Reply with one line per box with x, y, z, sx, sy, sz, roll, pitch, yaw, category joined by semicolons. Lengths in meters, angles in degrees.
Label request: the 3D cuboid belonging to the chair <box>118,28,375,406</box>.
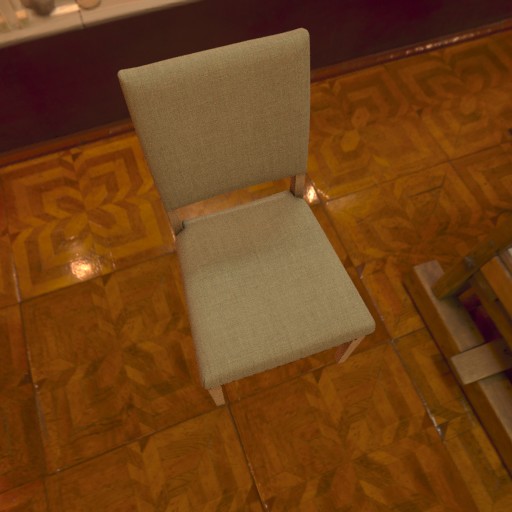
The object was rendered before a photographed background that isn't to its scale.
0.000;0.000;1.301;0.508;0.986;0.622;-17;66;-8;chair
